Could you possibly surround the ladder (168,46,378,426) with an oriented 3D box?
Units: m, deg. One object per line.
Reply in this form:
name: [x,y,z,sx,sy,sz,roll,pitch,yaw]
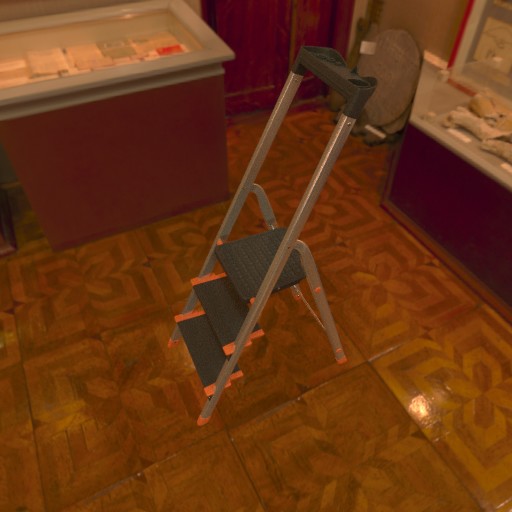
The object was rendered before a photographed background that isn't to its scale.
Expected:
ladder: [0.000,0.000,1.522,0.686,1.229,0.416,-18,49,-17]
